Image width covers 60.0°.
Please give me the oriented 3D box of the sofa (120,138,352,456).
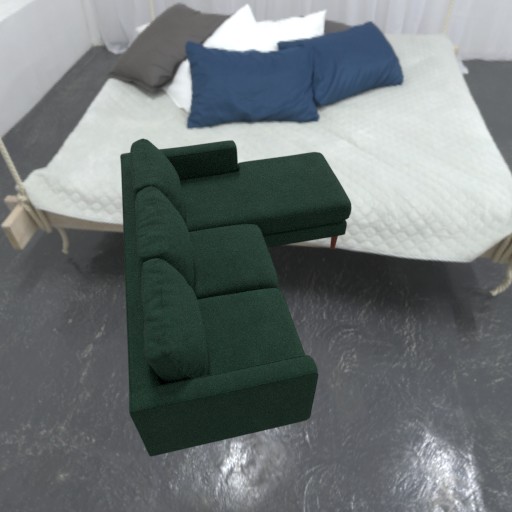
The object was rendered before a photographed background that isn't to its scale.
[{"bbox_3d":[0.000,0.000,2.858,1.580,0.899,2.030,-10,47,-9],"label":"sofa"}]
